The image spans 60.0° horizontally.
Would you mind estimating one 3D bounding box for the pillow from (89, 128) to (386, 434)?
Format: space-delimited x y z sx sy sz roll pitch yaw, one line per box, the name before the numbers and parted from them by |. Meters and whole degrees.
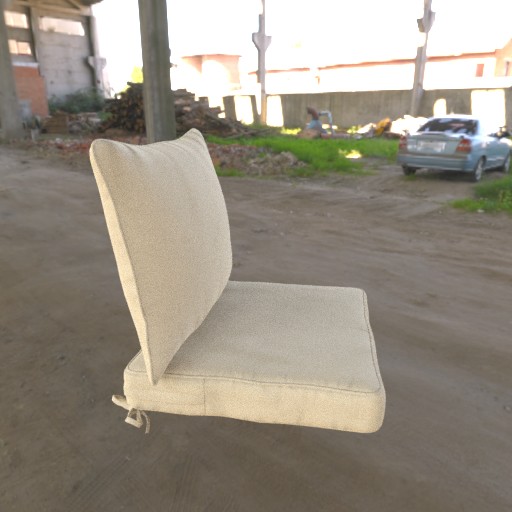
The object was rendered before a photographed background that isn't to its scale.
pillow | 0.000 0.000 1.332 0.733 0.716 0.798 3 18 9
